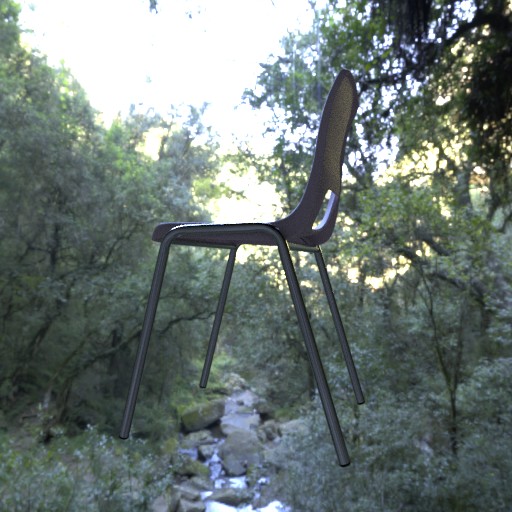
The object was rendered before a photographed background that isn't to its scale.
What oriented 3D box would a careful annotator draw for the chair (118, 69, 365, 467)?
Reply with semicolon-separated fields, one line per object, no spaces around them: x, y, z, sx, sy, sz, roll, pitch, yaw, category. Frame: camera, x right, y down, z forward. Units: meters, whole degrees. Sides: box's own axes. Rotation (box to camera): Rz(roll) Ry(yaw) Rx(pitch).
0.000;0.000;0.962;0.436;0.704;0.381;0;-1;18;chair
